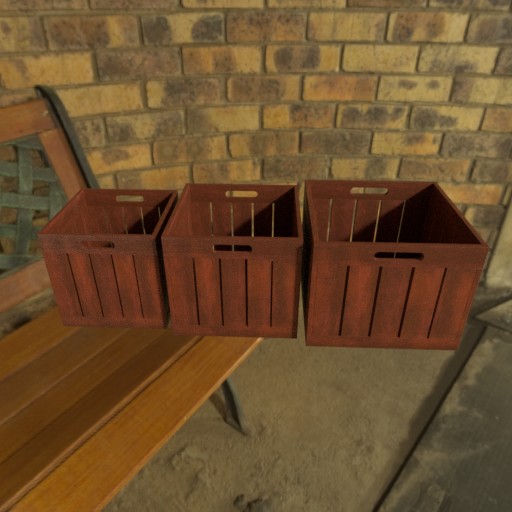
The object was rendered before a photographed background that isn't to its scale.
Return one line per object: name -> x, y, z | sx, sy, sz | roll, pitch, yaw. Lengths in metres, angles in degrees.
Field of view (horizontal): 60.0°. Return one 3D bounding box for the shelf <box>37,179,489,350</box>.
shelf -> 0.000, 0.000, 1.260 | 1.064, 0.311, 0.393 | 1, 31, 2
